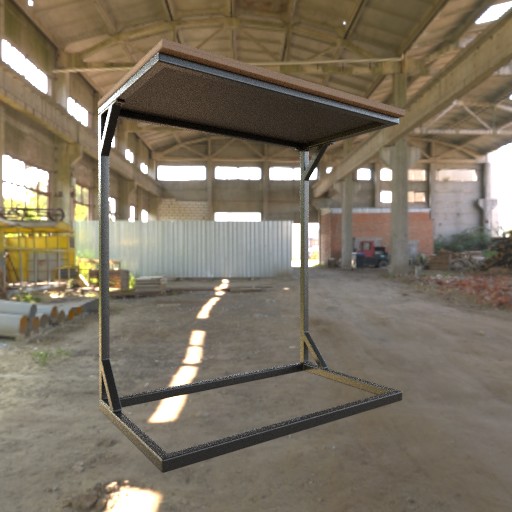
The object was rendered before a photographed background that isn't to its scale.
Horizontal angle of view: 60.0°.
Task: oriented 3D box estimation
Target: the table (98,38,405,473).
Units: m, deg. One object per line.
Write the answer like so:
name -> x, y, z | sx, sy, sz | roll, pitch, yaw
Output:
table -> 0.000, 0.000, 0.997 | 0.597, 0.673, 0.351 | 0, 1, -35
